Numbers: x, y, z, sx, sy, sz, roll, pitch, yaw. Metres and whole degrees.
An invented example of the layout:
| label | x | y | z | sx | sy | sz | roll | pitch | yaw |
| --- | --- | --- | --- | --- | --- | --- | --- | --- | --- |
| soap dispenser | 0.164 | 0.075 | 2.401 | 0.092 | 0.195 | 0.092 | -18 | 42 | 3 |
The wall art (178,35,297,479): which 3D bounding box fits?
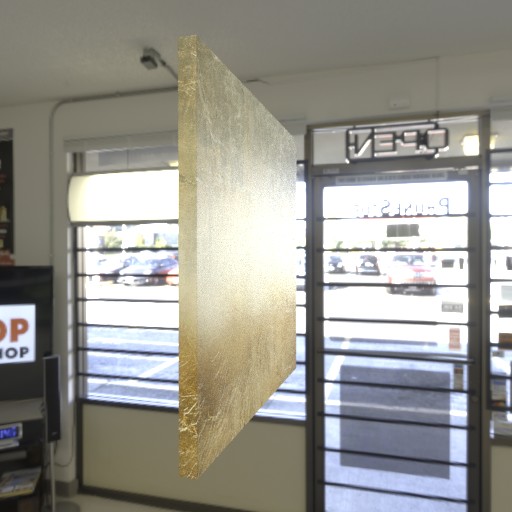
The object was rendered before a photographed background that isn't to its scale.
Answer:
| label | x | y | z | sx | sy | sz | roll | pitch | yaw |
| --- | --- | --- | --- | --- | --- | --- | --- | --- | --- |
| wall art | 0.000 | 0.000 | 1.614 | 0.051 | 1.091 | 1.092 | 0 | 1 | 18 |
